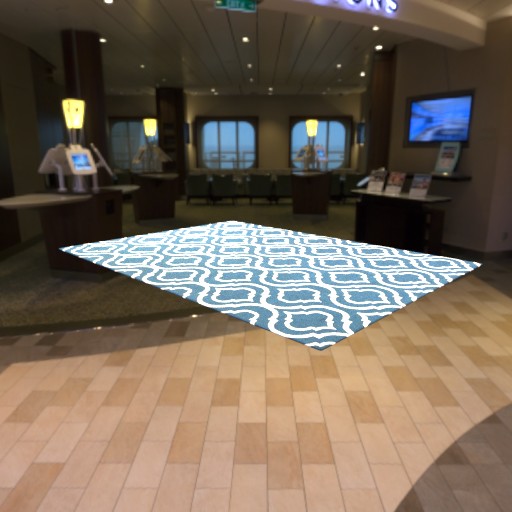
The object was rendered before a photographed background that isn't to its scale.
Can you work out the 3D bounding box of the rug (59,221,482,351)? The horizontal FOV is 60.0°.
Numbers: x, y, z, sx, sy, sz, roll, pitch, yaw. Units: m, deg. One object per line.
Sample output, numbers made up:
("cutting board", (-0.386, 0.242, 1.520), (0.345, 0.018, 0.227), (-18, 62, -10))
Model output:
("rug", (0.000, 0.000, 4.299), (3.353, 0.010, 2.438), (13, 19, 43))
